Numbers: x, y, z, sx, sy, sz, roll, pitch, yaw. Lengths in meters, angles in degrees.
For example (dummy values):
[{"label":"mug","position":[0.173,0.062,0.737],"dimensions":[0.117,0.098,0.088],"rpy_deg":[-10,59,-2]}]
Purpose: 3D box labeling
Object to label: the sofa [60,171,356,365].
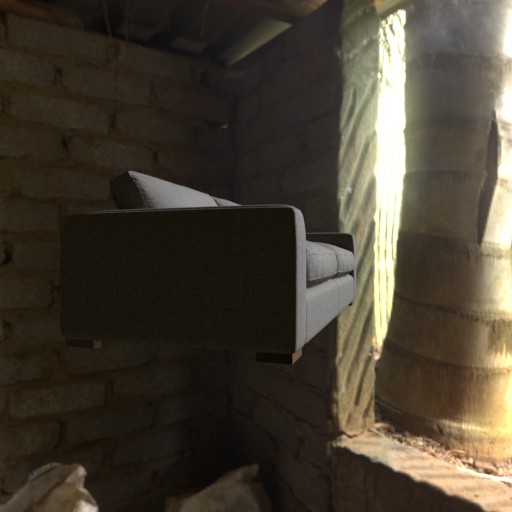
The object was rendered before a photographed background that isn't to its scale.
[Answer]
[{"label":"sofa","position":[0.000,0.000,2.799],"dimensions":[1.070,0.801,2.262],"rpy_deg":[0,0,18]}]
